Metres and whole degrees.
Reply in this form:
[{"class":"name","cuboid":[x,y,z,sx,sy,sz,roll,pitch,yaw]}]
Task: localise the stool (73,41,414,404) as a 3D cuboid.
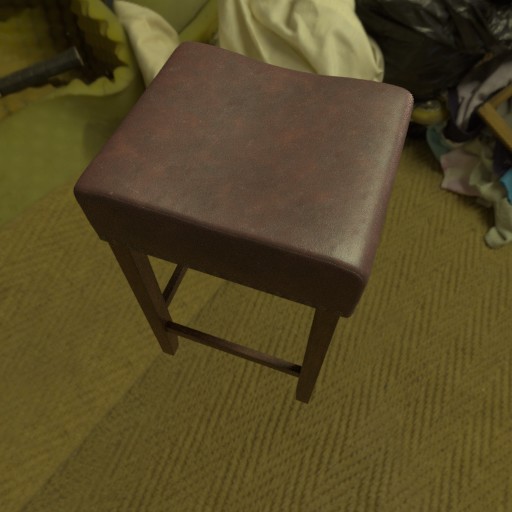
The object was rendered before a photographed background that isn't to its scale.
[{"class":"stool","cuboid":[0.000,0.000,1.038,0.465,0.769,0.401,17,60,10]}]
